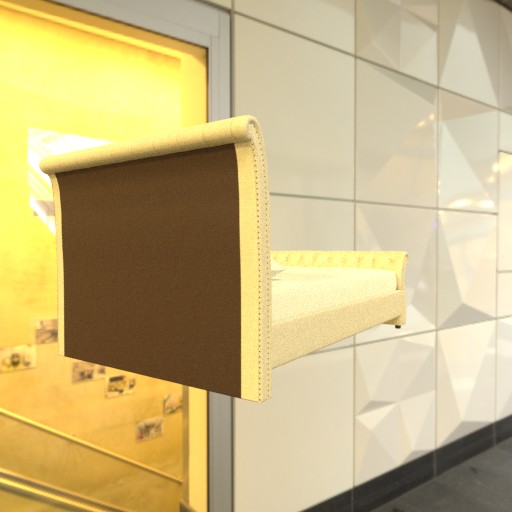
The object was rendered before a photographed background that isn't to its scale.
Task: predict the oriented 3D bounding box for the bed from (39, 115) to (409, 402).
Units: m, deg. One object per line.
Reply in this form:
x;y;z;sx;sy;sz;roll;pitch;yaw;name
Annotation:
0.000;0.000;3.352;1.606;1.268;2.493;1;1;35;bed
